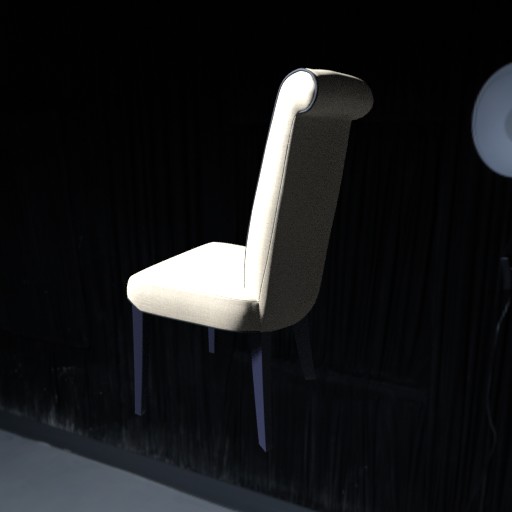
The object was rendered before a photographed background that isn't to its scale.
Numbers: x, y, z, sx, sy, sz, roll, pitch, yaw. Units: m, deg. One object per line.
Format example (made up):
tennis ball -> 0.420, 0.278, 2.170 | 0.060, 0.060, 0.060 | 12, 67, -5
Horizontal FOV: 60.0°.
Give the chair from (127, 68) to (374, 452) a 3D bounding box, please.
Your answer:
chair -> 0.000, 0.000, 1.366 | 0.623, 0.997, 0.522 | 7, 17, 24
